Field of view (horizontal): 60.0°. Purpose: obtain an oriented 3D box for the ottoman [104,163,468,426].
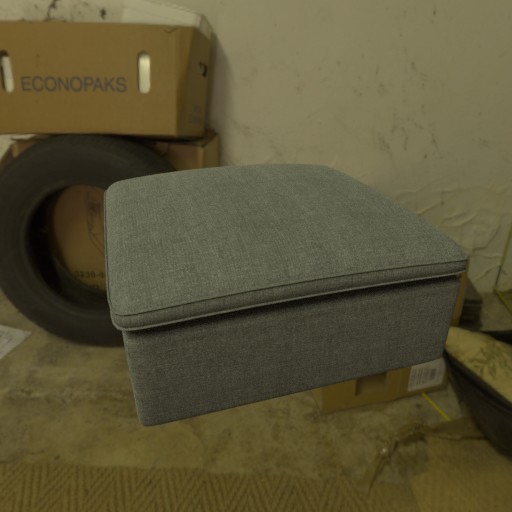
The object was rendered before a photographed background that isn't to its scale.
[{"bbox_3d":[0.000,0.000,1.711,1.067,0.559,1.067,-8,27,-16],"label":"ottoman"}]
